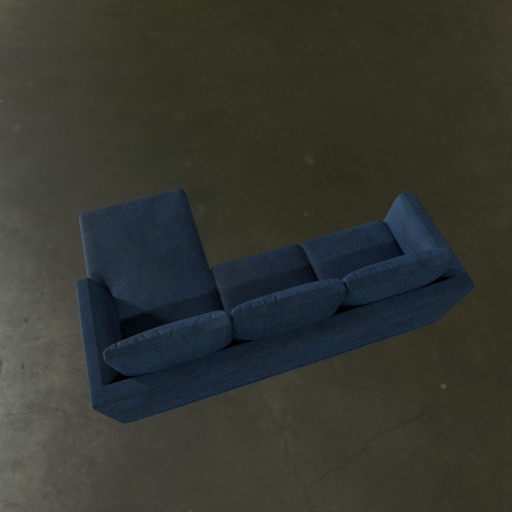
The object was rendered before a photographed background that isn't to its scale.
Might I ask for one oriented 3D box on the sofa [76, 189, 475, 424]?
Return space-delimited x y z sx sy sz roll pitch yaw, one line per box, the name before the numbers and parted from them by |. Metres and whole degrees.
sofa | 0.000 0.000 3.247 2.438 0.987 1.622 -16 59 -10
